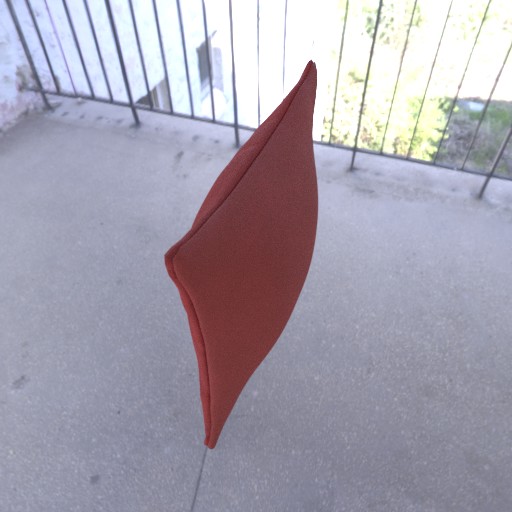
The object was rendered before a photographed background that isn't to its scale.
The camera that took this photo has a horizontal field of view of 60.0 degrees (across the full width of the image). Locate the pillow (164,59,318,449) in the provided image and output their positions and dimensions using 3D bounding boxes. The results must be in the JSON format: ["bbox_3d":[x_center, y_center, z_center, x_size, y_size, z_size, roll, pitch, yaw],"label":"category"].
[{"bbox_3d":[0.000,0.000,0.656,0.151,0.416,0.435,16,48,15],"label":"pillow"}]
